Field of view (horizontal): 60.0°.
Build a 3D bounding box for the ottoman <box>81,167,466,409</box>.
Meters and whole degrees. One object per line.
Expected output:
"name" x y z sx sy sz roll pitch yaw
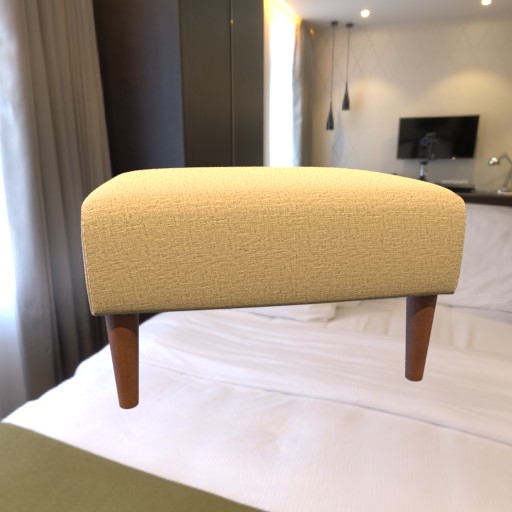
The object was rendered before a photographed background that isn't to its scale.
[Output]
"ottoman" 0.000 0.000 1.041 0.650 0.398 0.649 -2 14 -9
